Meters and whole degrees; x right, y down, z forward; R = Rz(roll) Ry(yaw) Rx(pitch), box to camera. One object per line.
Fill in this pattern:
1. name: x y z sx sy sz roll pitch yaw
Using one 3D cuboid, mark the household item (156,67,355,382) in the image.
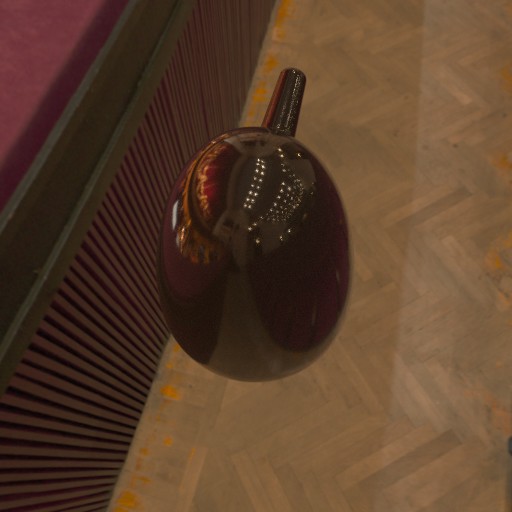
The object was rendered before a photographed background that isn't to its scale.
1. household item: 0.000 0.000 0.209 0.102 0.152 0.104 16 66 7
